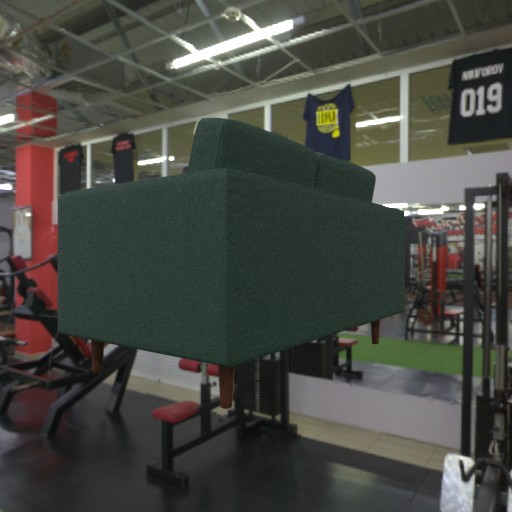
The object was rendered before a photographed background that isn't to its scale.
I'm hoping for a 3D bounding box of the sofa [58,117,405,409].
[{"bbox_3d":[0.000,0.000,1.997,0.879,0.899,1.430,0,0,37],"label":"sofa"}]
